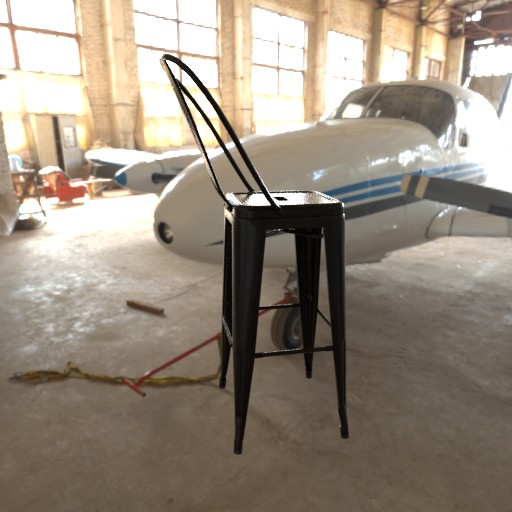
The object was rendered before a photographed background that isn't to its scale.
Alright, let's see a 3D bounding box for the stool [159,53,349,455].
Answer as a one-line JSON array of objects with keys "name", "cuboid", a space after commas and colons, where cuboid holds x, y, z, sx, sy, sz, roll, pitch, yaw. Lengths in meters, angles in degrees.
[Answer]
[{"name": "stool", "cuboid": [0.000, 0.000, 1.339, 0.513, 1.096, 0.399, -3, 16, -11]}]
